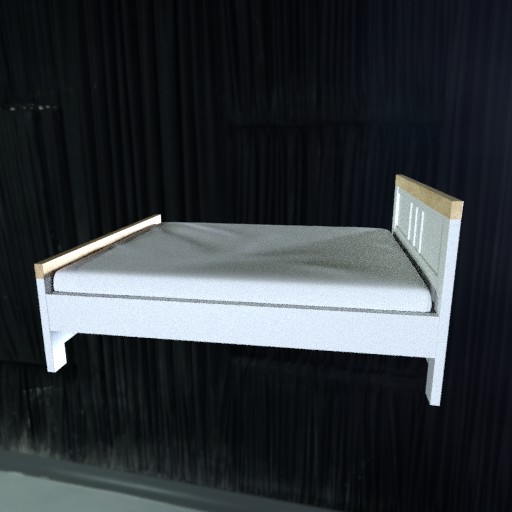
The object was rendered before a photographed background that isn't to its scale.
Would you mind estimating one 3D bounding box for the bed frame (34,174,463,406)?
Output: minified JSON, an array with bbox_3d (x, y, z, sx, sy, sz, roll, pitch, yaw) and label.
[{"bbox_3d":[0.000,0.000,2.954,2.050,0.980,1.670,2,14,9],"label":"bed frame"}]
